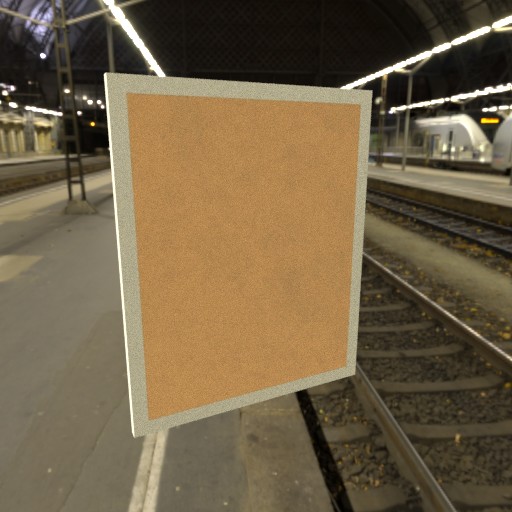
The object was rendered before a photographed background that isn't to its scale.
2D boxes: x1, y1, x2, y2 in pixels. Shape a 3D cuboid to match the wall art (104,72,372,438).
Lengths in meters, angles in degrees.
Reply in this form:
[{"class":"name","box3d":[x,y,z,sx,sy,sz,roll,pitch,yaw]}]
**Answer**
[{"class":"wall art","box3d":[0.000,0.000,1.111,0.661,0.811,0.026,-7,16,-26]}]
